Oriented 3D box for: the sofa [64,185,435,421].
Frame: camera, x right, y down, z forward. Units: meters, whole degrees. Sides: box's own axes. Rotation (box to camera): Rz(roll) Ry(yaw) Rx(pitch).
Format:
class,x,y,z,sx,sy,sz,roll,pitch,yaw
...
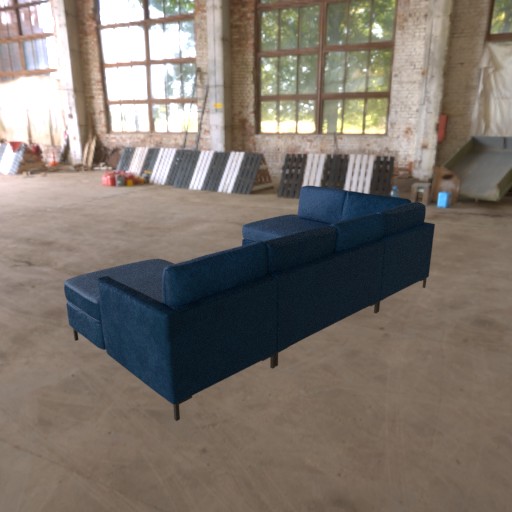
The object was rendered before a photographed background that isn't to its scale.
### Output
class,x,y,z,sx,sy,sz,roll,pitch,yaw
sofa,0.000,0.000,4.411,3.434,0.992,2.055,-16,23,-42
